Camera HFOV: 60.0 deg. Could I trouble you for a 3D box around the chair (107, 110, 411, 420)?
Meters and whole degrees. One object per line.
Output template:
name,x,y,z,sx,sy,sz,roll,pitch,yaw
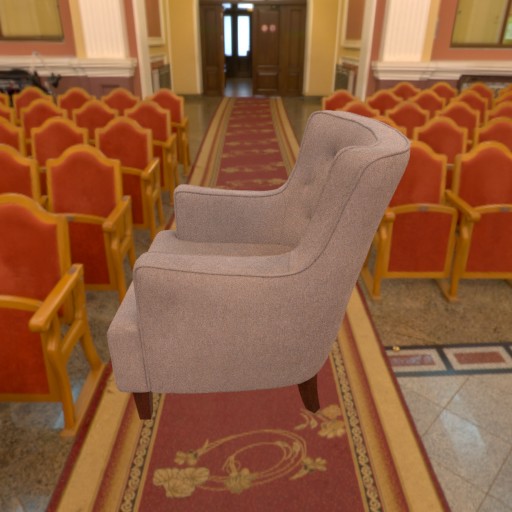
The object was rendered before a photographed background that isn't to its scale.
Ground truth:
chair,0.000,0.000,1.598,0.910,0.919,0.781,0,26,0
